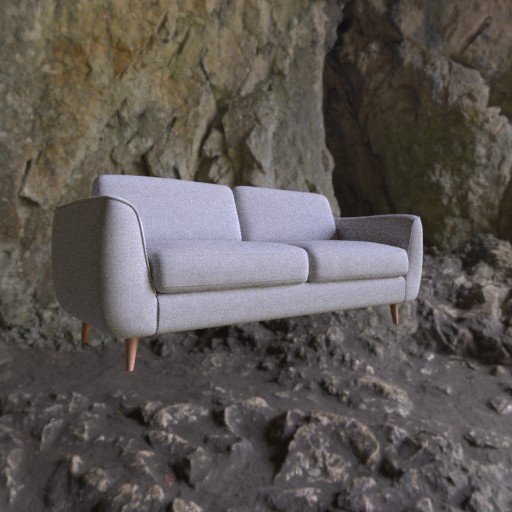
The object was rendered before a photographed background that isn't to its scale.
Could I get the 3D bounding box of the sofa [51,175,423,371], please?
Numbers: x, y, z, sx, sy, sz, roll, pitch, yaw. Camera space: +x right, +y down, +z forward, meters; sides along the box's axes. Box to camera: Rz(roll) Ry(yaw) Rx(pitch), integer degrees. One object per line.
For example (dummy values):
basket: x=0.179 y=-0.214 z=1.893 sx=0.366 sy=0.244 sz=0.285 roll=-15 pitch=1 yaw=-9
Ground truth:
sofa: x=0.000 y=0.000 z=2.473 sx=2.000 sy=0.850 sz=0.920 roll=-1 pitch=2 yaw=-37
